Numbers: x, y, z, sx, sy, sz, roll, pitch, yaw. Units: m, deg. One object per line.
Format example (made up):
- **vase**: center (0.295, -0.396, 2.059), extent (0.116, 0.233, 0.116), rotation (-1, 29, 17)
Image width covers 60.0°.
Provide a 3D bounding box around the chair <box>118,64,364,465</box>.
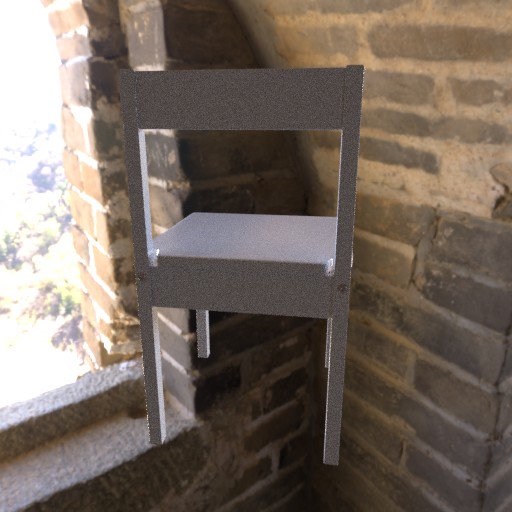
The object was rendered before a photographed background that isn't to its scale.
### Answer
- **chair**: center (0.000, 0.000, 0.893), extent (0.367, 0.668, 0.361), rotation (3, 17, 9)
